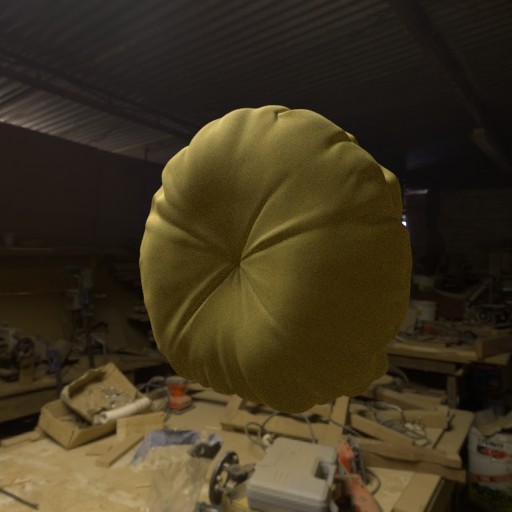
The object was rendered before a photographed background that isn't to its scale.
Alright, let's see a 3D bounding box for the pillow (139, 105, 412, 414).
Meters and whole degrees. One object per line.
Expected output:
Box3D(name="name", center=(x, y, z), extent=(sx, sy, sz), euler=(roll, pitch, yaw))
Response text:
Box3D(name="pillow", center=(0.000, 0.000, 0.625), extent=(0.428, 0.407, 0.148), euler=(0, 0, 35))
